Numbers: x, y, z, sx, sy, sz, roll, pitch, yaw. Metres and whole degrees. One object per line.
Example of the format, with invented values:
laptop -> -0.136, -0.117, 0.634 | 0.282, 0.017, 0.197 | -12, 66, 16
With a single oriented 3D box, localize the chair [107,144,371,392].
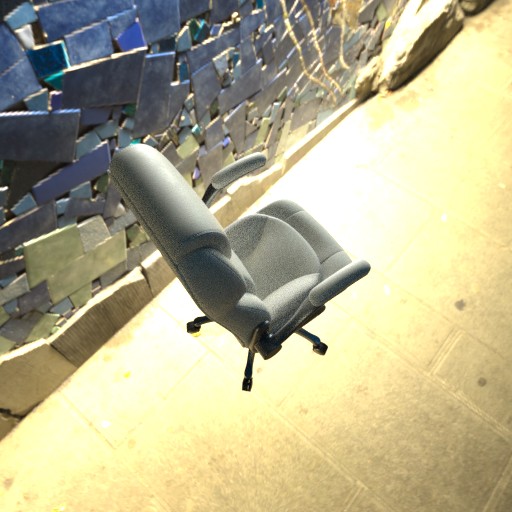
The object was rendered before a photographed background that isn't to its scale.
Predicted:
chair -> 0.000, 0.000, 1.854 | 0.806, 1.330, 0.755 | -30, 63, -18
